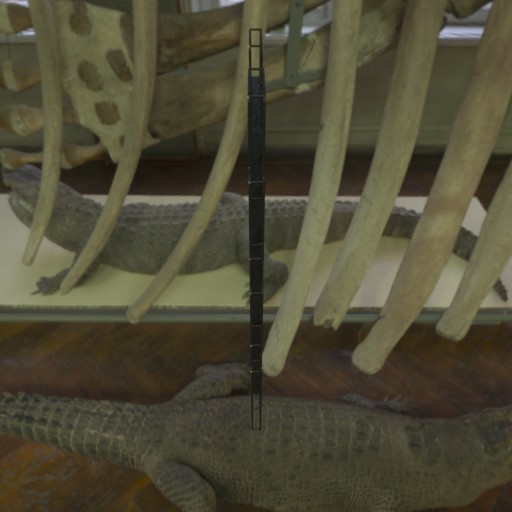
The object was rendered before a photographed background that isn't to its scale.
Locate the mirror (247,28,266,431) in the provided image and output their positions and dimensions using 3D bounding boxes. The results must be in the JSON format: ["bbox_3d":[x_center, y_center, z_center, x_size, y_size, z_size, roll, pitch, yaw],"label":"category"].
[{"bbox_3d":[0.000,0.000,1.388,0.037,1.192,0.565,0,40,0],"label":"mirror"}]
